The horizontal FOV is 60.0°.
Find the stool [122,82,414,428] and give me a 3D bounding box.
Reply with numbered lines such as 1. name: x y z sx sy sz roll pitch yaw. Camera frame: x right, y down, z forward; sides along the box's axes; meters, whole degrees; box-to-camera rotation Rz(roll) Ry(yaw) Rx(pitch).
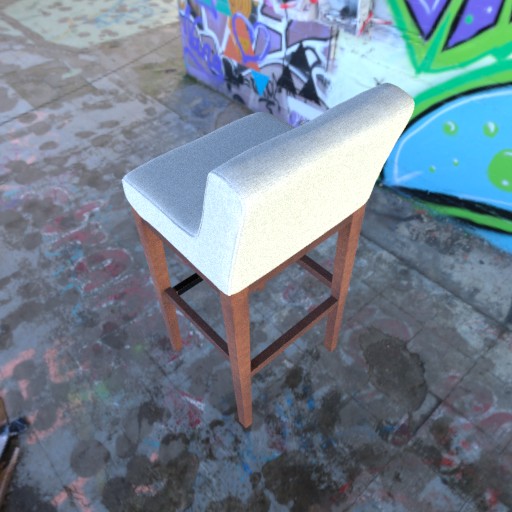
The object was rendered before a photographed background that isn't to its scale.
1. stool: 0.000 0.000 1.317 0.511 1.037 0.500 -34 55 -28
